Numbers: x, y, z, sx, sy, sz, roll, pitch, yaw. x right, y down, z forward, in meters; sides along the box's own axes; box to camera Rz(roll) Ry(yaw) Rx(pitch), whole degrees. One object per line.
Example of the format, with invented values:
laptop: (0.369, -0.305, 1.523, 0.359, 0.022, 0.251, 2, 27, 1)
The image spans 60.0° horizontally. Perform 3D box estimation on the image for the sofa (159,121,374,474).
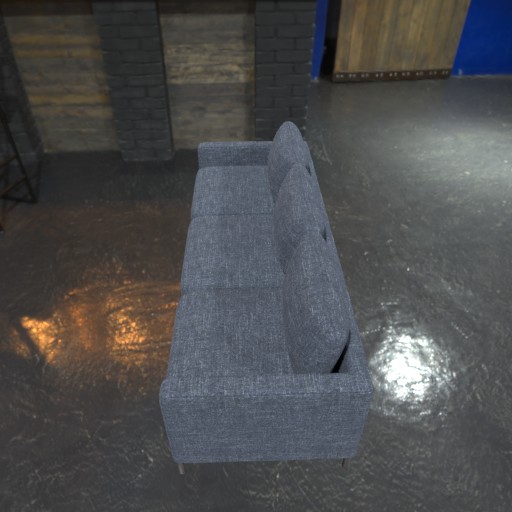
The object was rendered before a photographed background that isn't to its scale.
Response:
sofa: (0.000, 0.000, 2.681, 0.859, 0.874, 2.218, -1, 40, -1)
